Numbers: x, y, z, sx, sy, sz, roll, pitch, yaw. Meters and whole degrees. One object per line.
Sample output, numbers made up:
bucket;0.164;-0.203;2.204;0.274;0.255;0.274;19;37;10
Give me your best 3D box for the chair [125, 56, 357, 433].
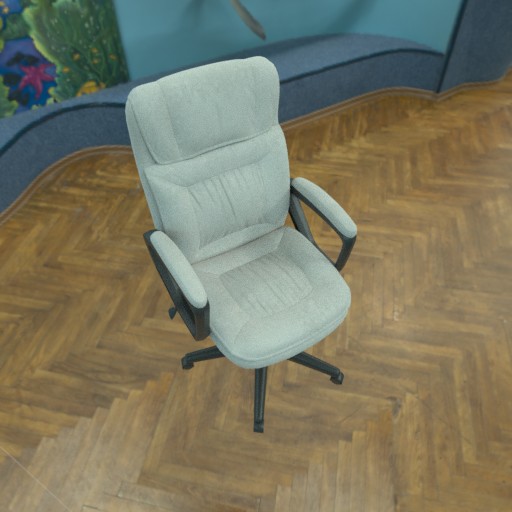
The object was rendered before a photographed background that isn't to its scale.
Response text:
chair;0.000;0.000;1.556;0.667;1.105;0.724;-24;51;-21
